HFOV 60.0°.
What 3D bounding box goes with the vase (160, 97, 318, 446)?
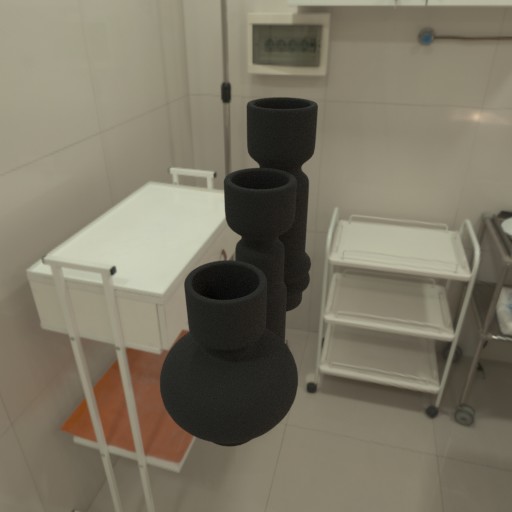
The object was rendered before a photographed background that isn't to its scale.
[{"bbox_3d":[0.000,0.000,0.433,0.120,0.249,0.307,7,30,12],"label":"vase"}]
